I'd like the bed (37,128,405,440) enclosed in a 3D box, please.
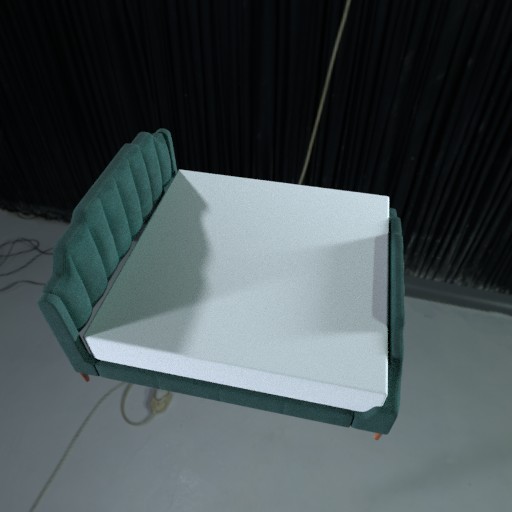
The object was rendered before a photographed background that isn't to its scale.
[{"bbox_3d":[0.000,0.000,3.529,2.340,1.245,2.074,9,47,8],"label":"bed"}]
